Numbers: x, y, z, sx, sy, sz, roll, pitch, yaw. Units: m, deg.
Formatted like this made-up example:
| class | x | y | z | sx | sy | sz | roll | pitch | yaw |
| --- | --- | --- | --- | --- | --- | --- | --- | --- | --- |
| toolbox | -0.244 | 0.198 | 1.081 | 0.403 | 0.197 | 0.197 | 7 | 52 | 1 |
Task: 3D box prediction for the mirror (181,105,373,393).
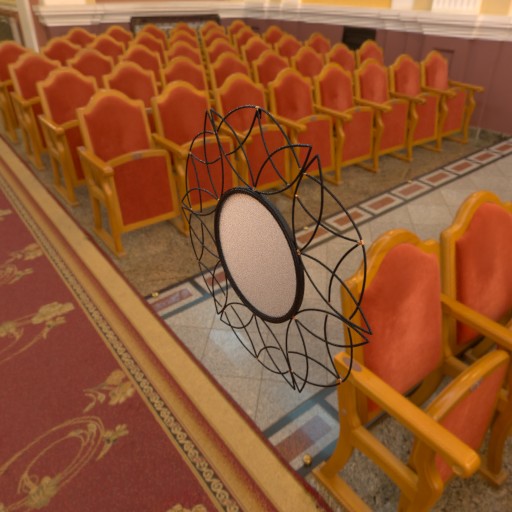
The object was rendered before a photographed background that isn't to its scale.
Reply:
| class | x | y | z | sx | sy | sz | roll | pitch | yaw |
| --- | --- | --- | --- | --- | --- | --- | --- | --- | --- |
| mirror | 0.000 | 0.000 | 1.183 | 0.028 | 0.775 | 0.797 | -22 | 38 | -31 |
